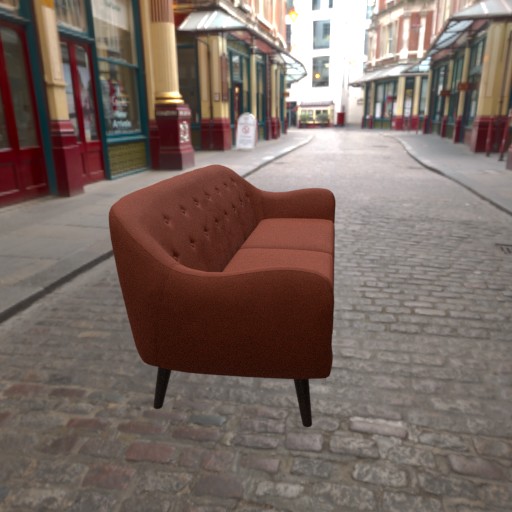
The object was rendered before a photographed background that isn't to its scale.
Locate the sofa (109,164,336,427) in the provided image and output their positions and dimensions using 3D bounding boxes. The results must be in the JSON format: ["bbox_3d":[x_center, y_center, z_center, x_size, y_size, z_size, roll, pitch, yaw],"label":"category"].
[{"bbox_3d":[0.000,0.000,2.317,0.820,0.836,1.840,3,17,9],"label":"sofa"}]
